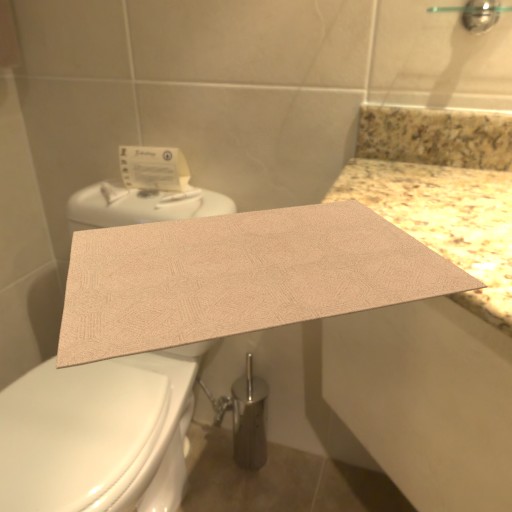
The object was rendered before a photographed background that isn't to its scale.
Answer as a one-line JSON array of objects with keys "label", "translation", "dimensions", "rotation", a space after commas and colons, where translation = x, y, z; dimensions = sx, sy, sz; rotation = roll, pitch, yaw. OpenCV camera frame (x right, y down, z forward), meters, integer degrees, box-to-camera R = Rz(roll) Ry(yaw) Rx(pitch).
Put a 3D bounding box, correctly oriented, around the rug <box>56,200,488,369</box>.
[{"label": "rug", "translation": [0.000, 0.000, 2.297], "dimensions": [1.839, 0.009, 1.236], "rotation": [-8, 28, -16]}]
